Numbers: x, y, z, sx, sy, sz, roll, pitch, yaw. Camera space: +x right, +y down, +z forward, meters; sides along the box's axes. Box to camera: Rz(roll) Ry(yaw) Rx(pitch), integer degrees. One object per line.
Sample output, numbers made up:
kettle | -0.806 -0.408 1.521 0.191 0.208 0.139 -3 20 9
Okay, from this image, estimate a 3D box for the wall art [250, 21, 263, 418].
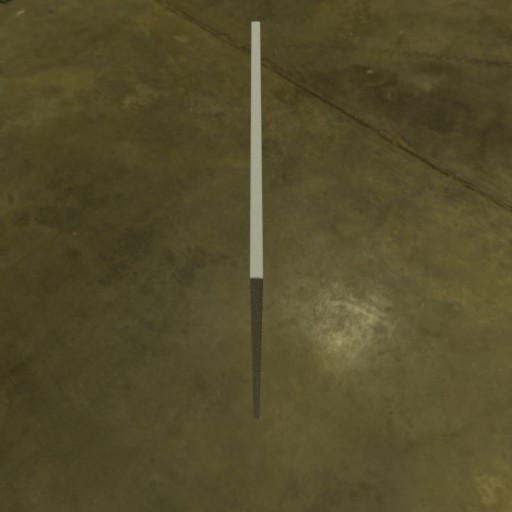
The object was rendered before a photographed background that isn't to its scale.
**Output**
wall art | 0.000 0.000 0.689 0.012 0.529 0.374 0 58 0
